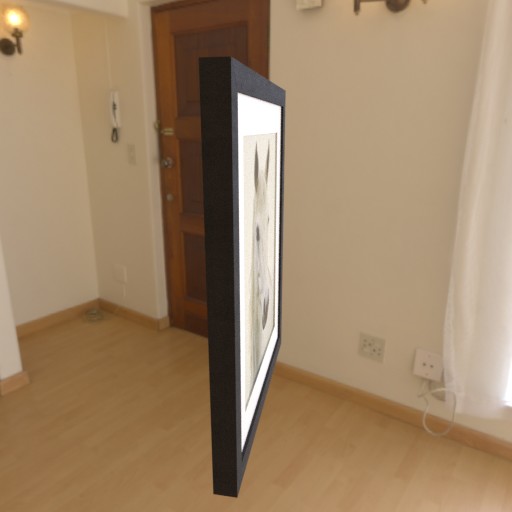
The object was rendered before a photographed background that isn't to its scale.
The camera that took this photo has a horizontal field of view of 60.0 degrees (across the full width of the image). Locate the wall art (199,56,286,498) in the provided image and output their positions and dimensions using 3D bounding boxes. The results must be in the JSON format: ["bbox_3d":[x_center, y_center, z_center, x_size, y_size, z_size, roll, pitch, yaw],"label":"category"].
[{"bbox_3d":[0.000,0.000,0.742,0.034,0.552,0.455,3,17,10],"label":"wall art"}]
